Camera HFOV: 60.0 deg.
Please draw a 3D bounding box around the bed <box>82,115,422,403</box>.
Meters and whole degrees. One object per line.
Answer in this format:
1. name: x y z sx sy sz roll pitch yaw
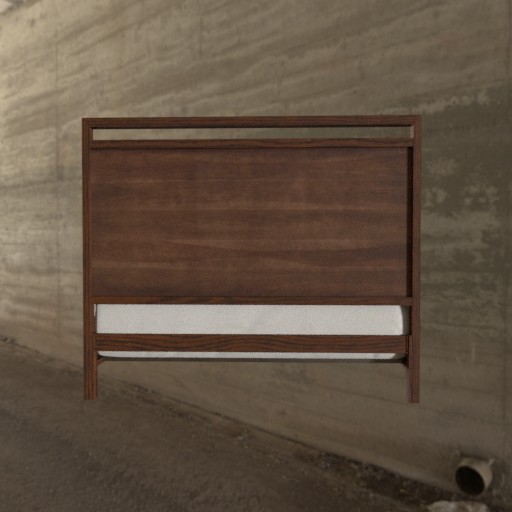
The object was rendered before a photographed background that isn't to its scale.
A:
1. bed: 0.000 0.000 3.416 1.765 1.487 2.218 0 1 2
